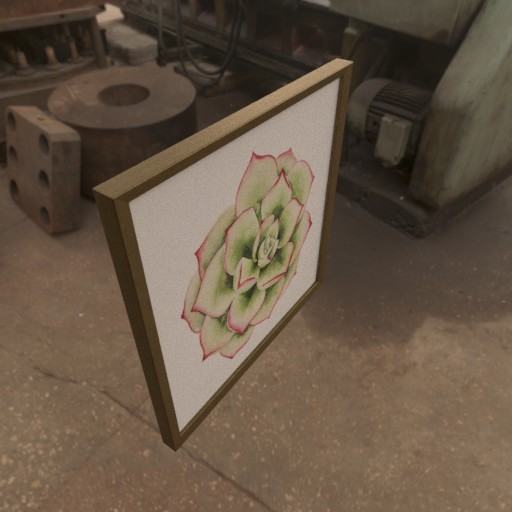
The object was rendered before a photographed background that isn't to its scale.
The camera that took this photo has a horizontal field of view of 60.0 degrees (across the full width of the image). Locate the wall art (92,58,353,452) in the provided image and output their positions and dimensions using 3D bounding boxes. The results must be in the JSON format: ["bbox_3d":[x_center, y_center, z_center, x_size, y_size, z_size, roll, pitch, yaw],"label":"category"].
[{"bbox_3d":[0.000,0.000,0.743,0.031,0.506,0.503,25,47,26],"label":"wall art"}]
